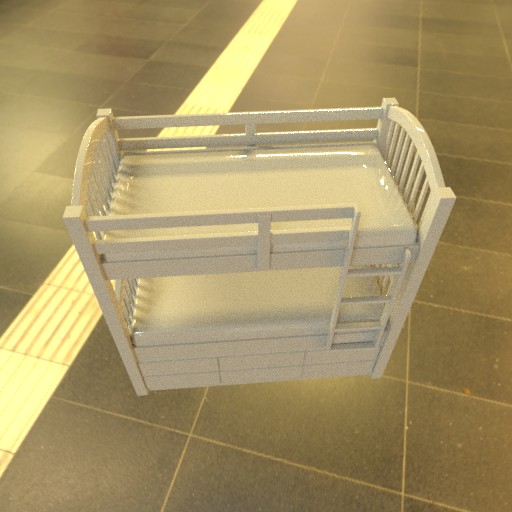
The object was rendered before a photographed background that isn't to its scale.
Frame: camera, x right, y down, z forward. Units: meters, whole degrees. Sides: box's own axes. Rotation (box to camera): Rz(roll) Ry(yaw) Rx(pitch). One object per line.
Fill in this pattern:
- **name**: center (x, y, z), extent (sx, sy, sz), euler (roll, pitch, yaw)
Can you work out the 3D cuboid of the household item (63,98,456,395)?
- **household item**: center (0.000, 0.000, 3.306), extent (2.032, 2.032, 1.143), euler (-3, 47, -3)
